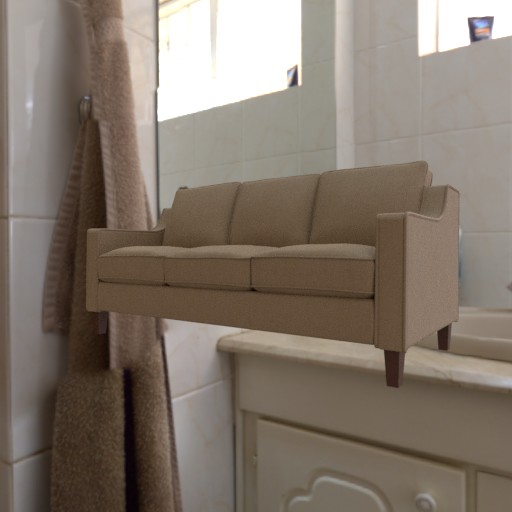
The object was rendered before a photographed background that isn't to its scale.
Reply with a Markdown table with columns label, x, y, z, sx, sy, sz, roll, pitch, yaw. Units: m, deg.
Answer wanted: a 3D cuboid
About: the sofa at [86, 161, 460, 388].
| label | x | y | z | sx | sy | sz | roll | pitch | yaw |
| --- | --- | --- | --- | --- | --- | --- | --- | --- | --- |
| sofa | 0.000 | 0.000 | 2.539 | 1.986 | 0.974 | 0.911 | 0 | 1 | 36 |
